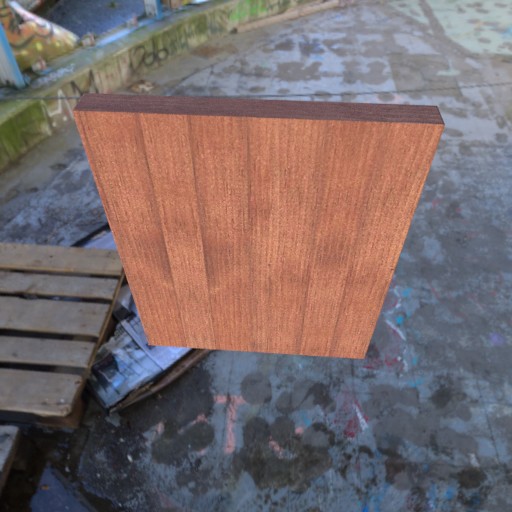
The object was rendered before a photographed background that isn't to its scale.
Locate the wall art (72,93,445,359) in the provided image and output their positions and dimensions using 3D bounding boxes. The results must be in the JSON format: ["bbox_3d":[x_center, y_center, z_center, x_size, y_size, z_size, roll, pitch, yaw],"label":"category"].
[{"bbox_3d":[0.000,0.000,0.625,0.377,0.449,0.039,3,47,3],"label":"wall art"}]
